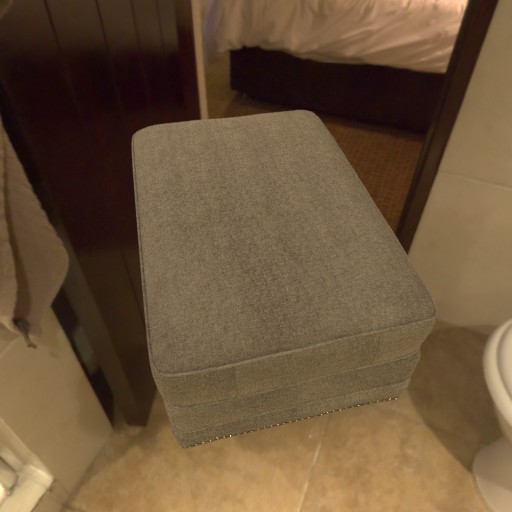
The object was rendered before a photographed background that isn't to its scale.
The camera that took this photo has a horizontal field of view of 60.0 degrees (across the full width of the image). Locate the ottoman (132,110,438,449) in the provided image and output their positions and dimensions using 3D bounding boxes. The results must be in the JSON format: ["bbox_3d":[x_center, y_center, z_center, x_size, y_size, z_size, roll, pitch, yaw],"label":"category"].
[{"bbox_3d":[0.000,0.000,1.158,0.561,0.457,0.813,-10,46,-9],"label":"ottoman"}]
